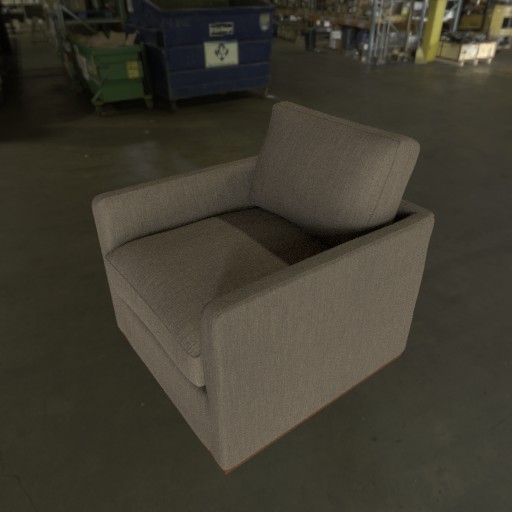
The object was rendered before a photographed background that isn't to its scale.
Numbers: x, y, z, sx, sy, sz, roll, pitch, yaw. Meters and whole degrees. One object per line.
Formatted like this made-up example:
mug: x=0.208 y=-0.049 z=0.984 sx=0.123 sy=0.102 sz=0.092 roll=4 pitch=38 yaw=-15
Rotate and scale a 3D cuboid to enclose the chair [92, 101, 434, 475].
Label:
chair: x=0.000 y=0.000 z=1.477 sx=0.834 sy=0.811 sz=0.763 roll=-22 pitch=38 yaw=-30
